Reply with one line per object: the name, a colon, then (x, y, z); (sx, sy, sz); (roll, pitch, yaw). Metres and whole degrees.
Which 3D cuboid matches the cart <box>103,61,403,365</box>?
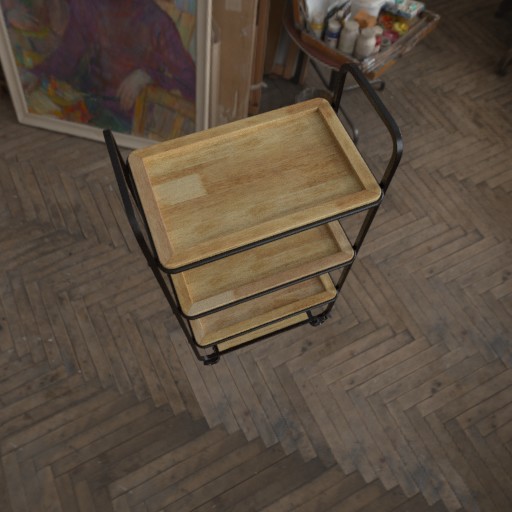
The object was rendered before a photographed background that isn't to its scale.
cart: (0.000, 0.000, 1.313); (0.545, 1.080, 0.321); (-19, 65, -9)
